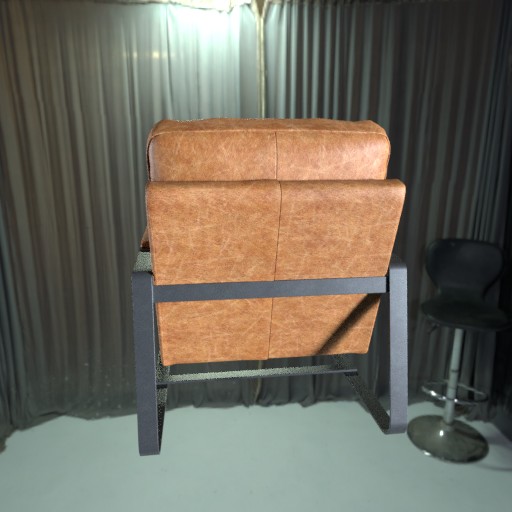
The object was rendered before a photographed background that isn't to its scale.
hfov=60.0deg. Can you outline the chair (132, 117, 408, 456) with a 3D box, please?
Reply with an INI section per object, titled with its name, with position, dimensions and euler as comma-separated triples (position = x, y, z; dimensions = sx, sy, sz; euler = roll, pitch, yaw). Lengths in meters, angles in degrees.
[chair]
position = 0.000, 0.000, 1.356
dimensions = 0.651, 0.777, 0.801
euler = -2, 14, -7
